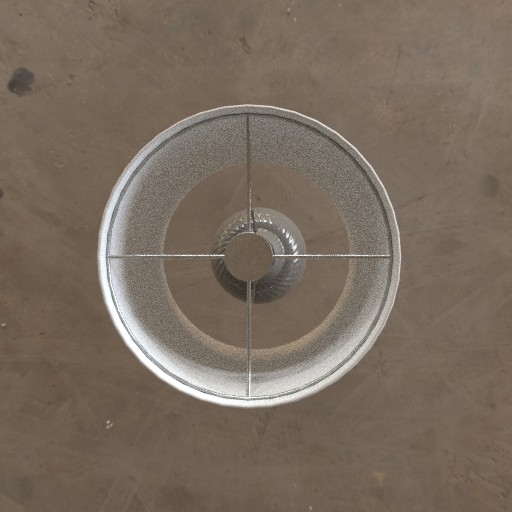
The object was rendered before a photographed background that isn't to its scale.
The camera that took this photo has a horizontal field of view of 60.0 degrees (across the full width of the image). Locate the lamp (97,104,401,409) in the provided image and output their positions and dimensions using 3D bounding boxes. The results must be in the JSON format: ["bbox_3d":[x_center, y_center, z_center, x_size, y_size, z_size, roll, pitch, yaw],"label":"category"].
[{"bbox_3d":[0.000,0.000,0.483,0.207,0.366,0.207,0,90,2],"label":"lamp"}]
